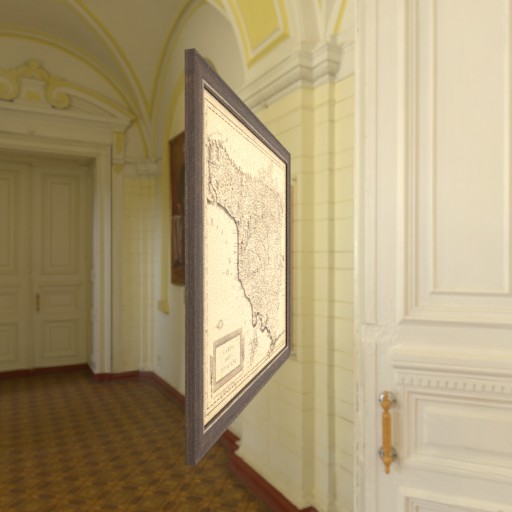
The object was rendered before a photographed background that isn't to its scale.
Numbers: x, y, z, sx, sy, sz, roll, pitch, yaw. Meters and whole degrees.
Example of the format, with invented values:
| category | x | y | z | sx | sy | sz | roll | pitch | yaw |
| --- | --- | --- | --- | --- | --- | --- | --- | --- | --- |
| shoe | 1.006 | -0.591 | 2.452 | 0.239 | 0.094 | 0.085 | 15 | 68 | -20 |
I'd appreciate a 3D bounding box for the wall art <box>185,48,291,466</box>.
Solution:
| category | x | y | z | sx | sy | sz | roll | pitch | yaw |
| --- | --- | --- | --- | --- | --- | --- | --- | --- | --- |
| wall art | 0.000 | 0.000 | 1.429 | 0.023 | 0.875 | 1.033 | 0 | 0 | 16 |
